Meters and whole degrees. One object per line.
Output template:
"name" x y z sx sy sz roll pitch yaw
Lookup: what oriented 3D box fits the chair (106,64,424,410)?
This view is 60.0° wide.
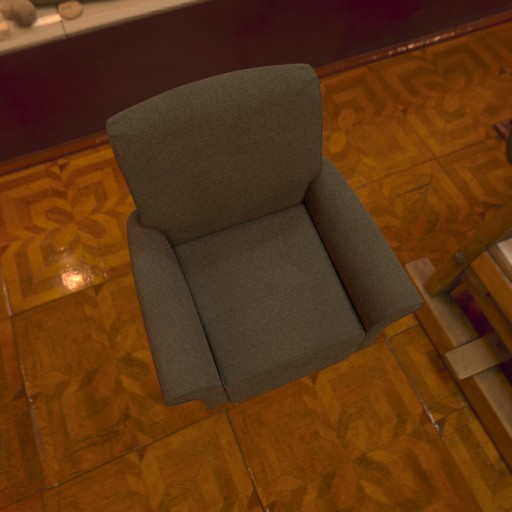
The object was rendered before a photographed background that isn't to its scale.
"chair" 0.000 0.000 1.767 0.978 1.061 0.905 -19 66 -9
